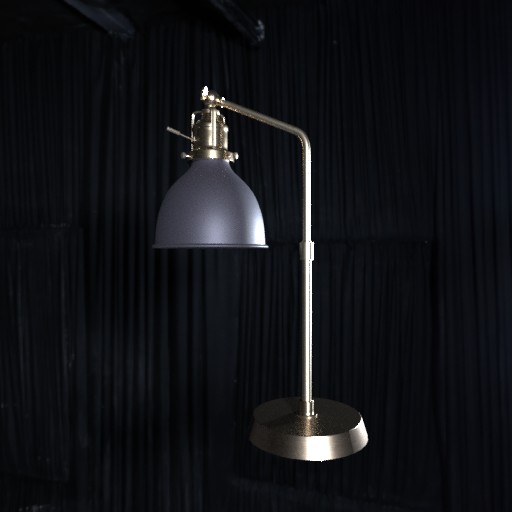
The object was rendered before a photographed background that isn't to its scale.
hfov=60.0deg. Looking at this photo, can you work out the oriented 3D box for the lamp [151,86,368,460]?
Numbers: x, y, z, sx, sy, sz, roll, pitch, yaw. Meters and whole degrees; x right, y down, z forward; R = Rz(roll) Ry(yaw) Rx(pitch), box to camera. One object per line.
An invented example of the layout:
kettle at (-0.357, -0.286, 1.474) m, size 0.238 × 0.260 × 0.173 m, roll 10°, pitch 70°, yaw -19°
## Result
lamp at (0.000, 0.000, 0.593) m, size 0.291 × 0.456 × 0.160 m, roll 0°, pitch 0°, yaw 18°
